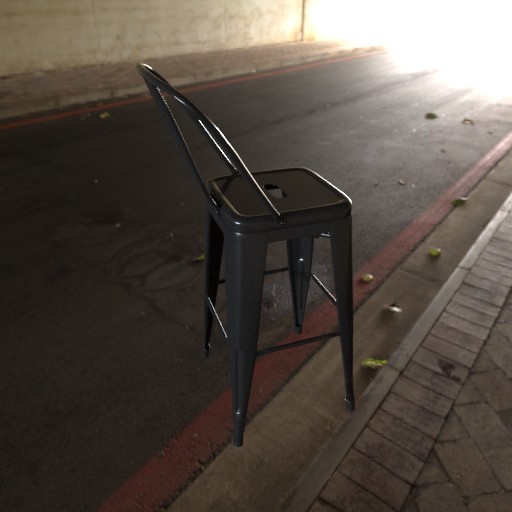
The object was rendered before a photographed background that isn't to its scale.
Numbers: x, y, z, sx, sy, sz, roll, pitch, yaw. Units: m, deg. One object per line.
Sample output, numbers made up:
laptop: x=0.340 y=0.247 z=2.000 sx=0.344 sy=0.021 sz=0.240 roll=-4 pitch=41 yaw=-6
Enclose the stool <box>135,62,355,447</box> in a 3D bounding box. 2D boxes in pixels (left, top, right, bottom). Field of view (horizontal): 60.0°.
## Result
stool: x=0.000 y=0.000 z=1.258 sx=0.528 sy=1.022 sz=0.432 roll=-10 pitch=32 yaw=-17
